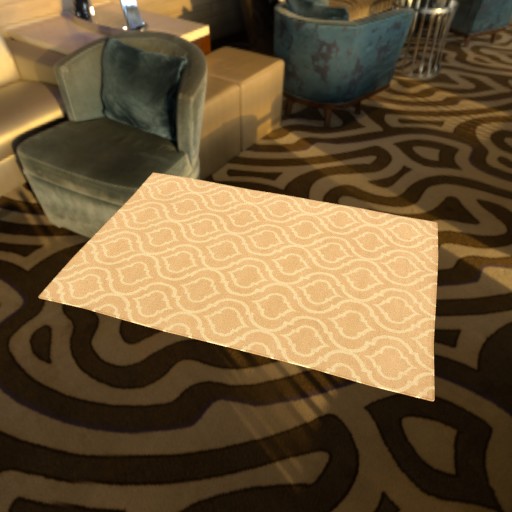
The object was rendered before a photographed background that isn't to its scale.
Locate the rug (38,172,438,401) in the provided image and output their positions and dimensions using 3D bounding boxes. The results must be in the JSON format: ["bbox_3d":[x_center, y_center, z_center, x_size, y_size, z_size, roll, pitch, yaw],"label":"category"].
[{"bbox_3d":[0.000,0.000,2.247,1.761,0.013,1.152,12,43,13],"label":"rug"}]
